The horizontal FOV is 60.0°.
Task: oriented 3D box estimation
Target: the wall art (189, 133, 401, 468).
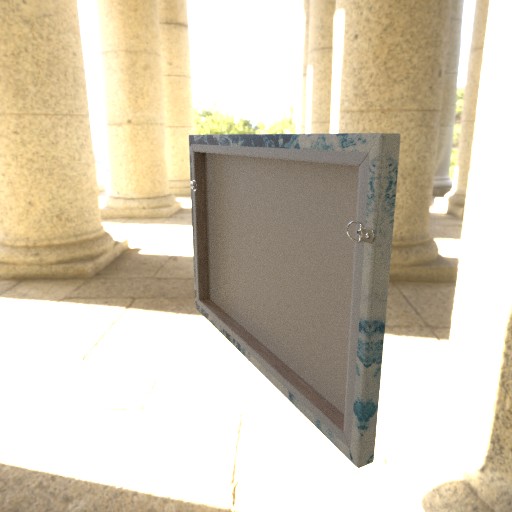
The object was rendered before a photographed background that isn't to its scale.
[{"bbox_3d":[0.000,0.000,1.152,0.042,0.610,0.915,-8,17,-26],"label":"wall art"}]
